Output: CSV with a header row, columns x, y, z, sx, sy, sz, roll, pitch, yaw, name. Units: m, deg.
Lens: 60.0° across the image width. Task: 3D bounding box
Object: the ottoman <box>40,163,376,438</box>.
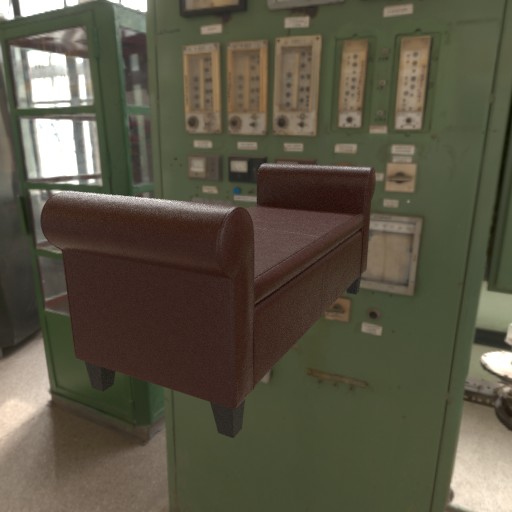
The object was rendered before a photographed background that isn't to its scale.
x,y,z,sx,sy,sz,roll,pitch,yaw,name
0.000,0.000,1.531,0.521,0.547,1.256,8,18,26,ottoman
